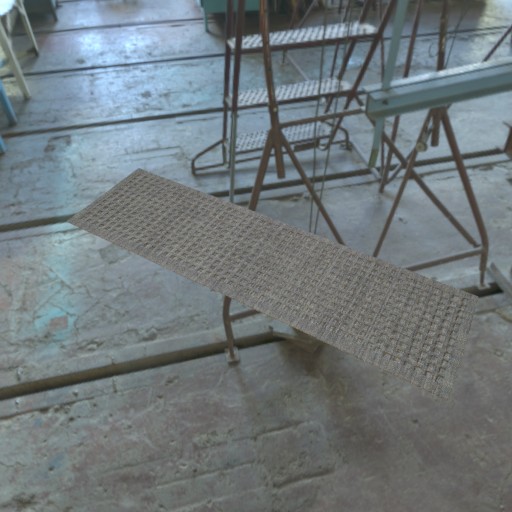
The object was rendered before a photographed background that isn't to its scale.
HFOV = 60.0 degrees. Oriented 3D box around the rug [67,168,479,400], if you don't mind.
[{"bbox_3d":[0.000,0.000,2.657,2.443,0.009,0.706,23,50,21],"label":"rug"}]
